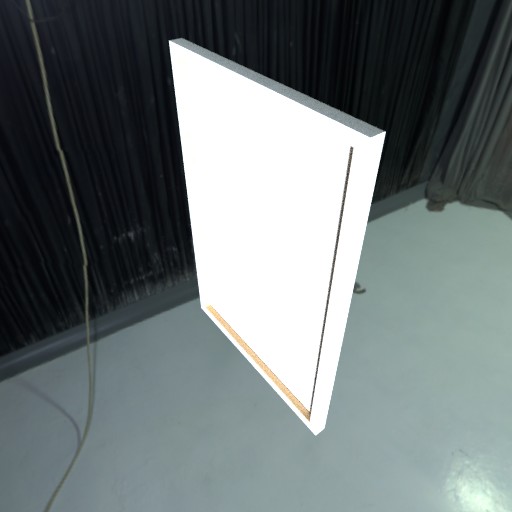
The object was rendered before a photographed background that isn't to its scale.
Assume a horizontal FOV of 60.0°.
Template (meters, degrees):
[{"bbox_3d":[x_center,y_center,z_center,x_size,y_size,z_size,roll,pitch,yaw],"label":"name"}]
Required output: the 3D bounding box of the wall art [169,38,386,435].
[{"bbox_3d":[0.000,0.000,1.146,0.038,0.912,0.607,-27,48,-27],"label":"wall art"}]
